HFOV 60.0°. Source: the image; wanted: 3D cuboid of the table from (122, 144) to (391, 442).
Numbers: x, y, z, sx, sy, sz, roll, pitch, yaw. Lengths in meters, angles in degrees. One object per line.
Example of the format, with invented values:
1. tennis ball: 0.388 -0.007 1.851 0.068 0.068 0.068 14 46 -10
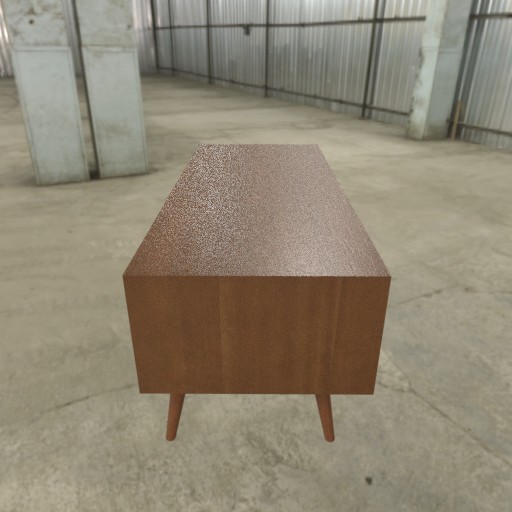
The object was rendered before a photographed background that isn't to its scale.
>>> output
1. table: 0.000 0.000 1.394 0.490 0.464 1.119 0 26 0
